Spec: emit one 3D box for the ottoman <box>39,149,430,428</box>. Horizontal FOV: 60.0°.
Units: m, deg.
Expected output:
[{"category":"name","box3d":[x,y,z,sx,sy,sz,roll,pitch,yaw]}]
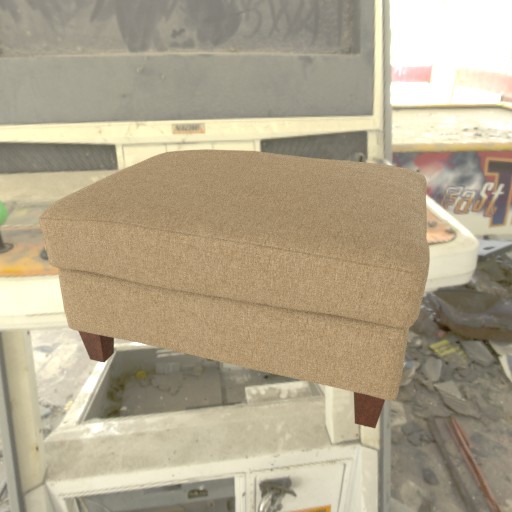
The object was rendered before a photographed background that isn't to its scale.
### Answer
[{"category":"ottoman","box3d":[0.000,0.000,1.283,0.889,0.511,0.692,8,27,17]}]
